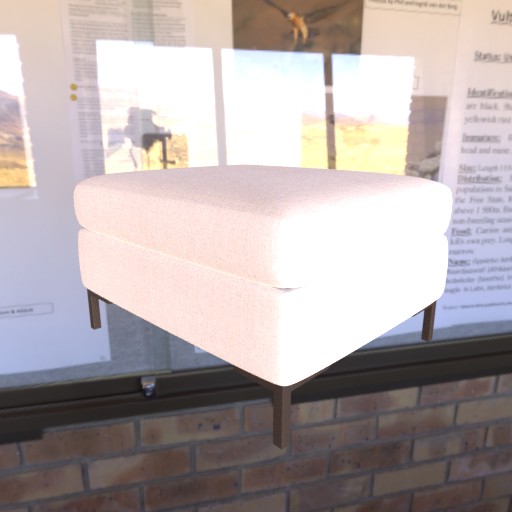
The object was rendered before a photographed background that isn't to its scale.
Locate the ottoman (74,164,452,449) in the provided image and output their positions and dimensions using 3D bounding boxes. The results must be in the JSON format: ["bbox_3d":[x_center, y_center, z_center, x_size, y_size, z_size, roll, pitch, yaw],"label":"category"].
[{"bbox_3d":[0.000,0.000,1.187,0.794,0.453,0.657,14,21,43],"label":"ottoman"}]
